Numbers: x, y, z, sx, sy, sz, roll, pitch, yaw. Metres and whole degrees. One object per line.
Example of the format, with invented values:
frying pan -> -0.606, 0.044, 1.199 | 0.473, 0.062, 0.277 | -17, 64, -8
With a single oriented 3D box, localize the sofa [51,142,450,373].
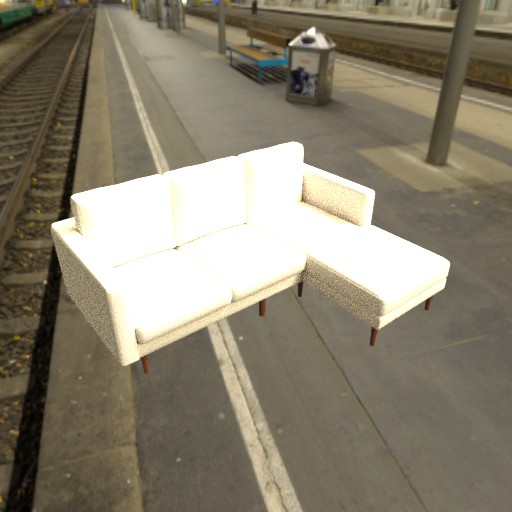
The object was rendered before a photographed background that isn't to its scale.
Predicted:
sofa -> 0.000, 0.000, 2.857 | 2.029, 0.899, 1.580 | -22, 37, -32
